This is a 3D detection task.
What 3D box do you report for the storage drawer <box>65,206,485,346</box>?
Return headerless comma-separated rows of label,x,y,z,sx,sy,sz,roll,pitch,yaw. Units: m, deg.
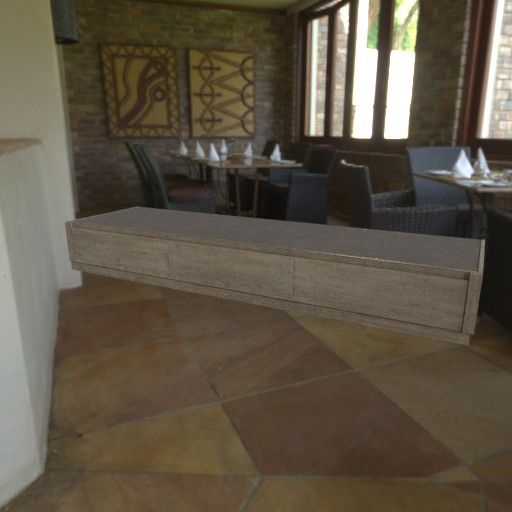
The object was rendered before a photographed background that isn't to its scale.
storage drawer,0.000,0.000,2.285,2.072,0.274,0.591,8,18,26
